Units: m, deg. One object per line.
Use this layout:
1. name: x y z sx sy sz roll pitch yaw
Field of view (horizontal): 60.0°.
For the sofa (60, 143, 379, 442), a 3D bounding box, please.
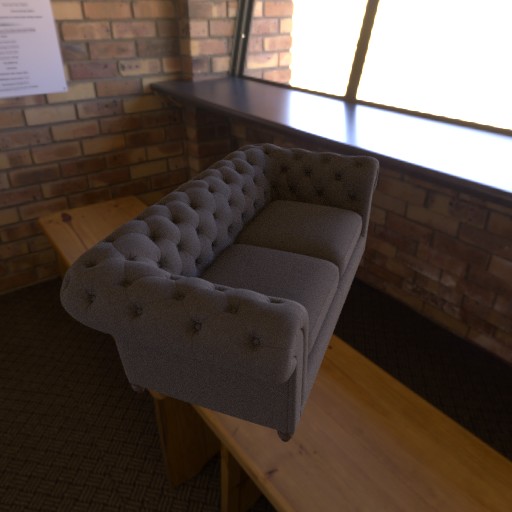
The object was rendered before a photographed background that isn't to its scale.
1. sofa: 0.000 0.000 2.427 0.986 0.764 1.998 11 32 19
